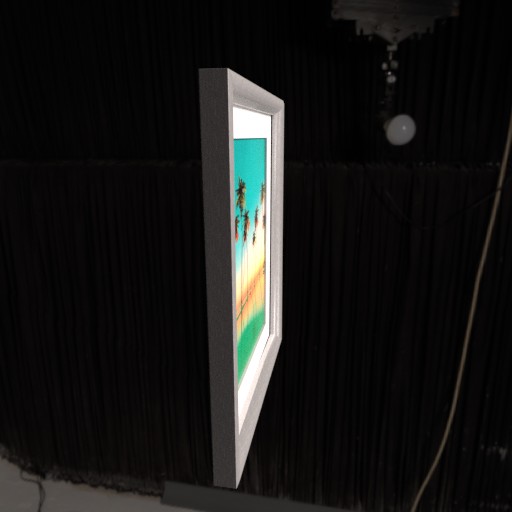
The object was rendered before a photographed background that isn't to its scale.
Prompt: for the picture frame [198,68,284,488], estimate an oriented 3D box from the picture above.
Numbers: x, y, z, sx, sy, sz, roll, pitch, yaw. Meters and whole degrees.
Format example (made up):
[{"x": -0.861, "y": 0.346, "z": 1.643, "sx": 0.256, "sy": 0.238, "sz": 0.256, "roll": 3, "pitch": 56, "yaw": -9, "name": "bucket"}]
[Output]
[{"x": 0.000, "y": 0.000, "z": 0.536, "sx": 0.027, "sy": 0.378, "sz": 0.327, "roll": 3, "pitch": 15, "yaw": 10, "name": "picture frame"}]
